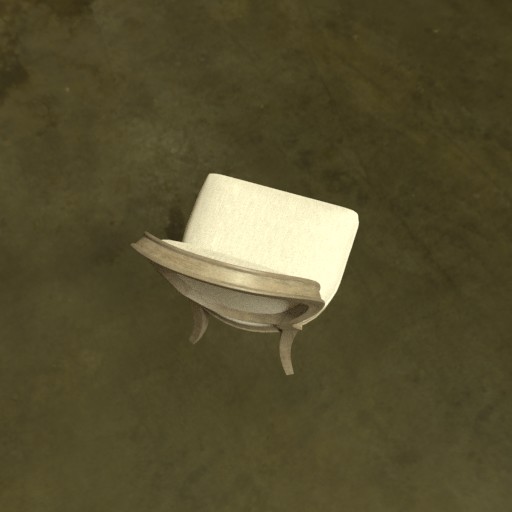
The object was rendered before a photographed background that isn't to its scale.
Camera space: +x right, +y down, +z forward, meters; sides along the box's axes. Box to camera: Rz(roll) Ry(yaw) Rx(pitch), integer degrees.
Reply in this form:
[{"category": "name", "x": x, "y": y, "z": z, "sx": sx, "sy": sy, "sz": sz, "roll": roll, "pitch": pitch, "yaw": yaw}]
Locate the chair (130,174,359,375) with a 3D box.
[{"category": "chair", "x": 0.000, "y": 0.000, "z": 1.336, "sx": 0.558, "sy": 0.990, "sz": 0.602, "roll": 16, "pitch": 65, "yaw": 8}]
